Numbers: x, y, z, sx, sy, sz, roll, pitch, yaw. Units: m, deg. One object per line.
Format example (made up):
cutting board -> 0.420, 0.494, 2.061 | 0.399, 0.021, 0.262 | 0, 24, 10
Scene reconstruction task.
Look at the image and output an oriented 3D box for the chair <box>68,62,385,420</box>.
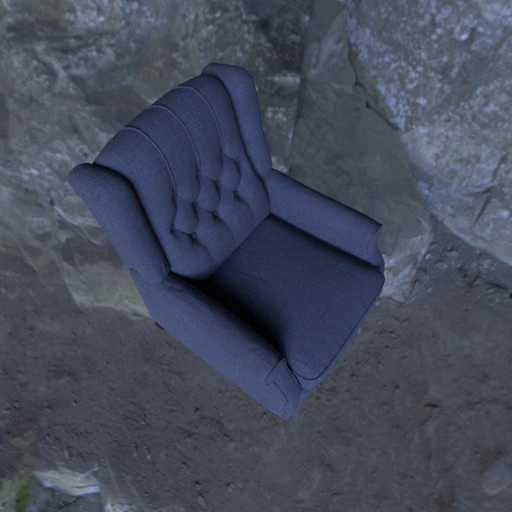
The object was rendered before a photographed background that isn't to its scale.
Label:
chair -> 0.000, 0.000, 1.658 | 0.898, 1.035, 0.742 | 33, 64, 18
